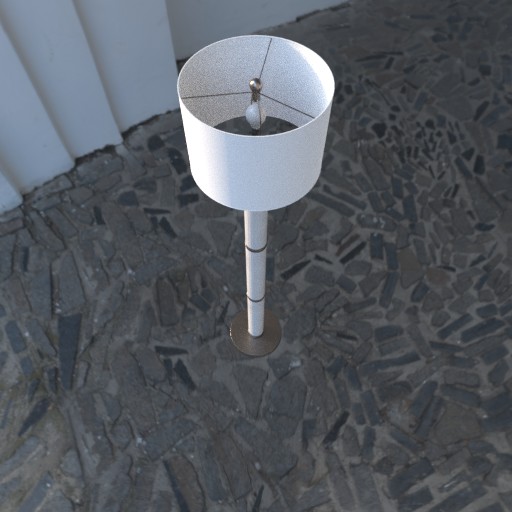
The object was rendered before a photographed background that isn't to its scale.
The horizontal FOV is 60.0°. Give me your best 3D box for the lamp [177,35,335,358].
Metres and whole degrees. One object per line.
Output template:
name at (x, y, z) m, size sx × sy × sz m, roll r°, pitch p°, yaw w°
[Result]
lamp at (0.000, 0.000, 1.733) m, size 0.377 × 1.599 × 0.377 m, roll -15°, pitch 59°, yaw -9°
